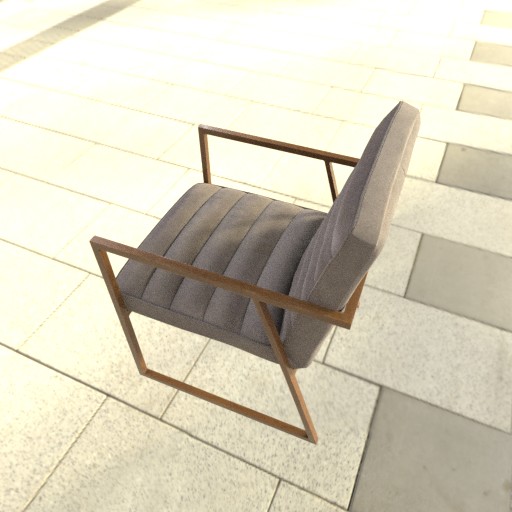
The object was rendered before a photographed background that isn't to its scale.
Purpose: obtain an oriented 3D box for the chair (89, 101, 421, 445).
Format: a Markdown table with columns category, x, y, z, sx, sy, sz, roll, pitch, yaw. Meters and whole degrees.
| category | x | y | z | sx | sy | sz | roll | pitch | yaw |
| --- | --- | --- | --- | --- | --- | --- | --- | --- | --- |
| chair | 0.000 | 0.000 | 1.297 | 0.682 | 0.843 | 0.578 | 17 | 49 | 15 |
